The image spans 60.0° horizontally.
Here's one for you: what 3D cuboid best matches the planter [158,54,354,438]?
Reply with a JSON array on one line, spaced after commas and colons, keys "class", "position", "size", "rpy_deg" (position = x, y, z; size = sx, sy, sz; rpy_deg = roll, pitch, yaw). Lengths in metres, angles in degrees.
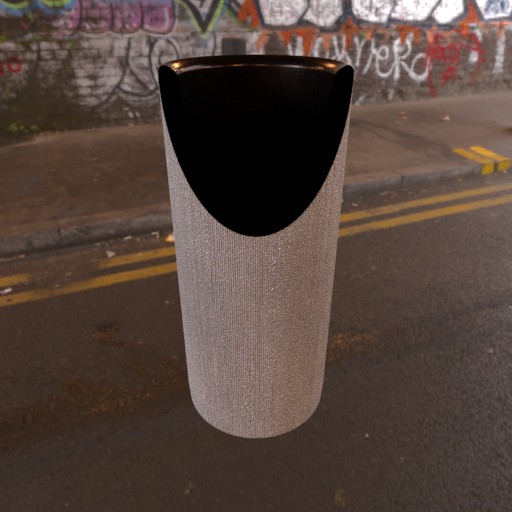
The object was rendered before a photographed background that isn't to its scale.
[{"class": "planter", "position": [0.000, 0.000, 0.128], "size": [0.045, 0.103, 0.045], "rpy_deg": [9, 31, 15]}]
